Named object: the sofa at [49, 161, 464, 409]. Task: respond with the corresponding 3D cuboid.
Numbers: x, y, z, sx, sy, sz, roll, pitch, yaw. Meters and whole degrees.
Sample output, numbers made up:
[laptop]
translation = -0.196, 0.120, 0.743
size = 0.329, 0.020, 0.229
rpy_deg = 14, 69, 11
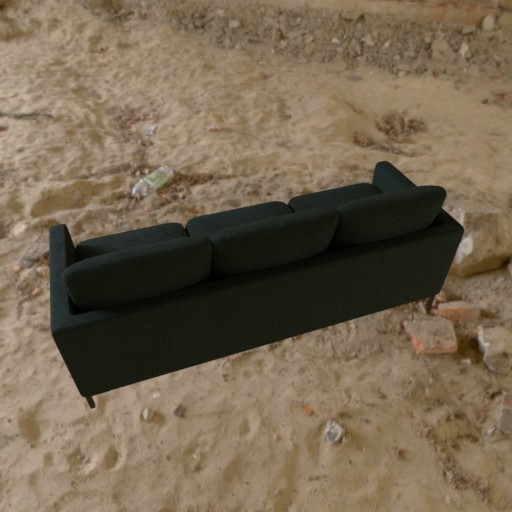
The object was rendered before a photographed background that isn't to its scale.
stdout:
[sofa]
translation = 0.000, 0.000, 2.659
size = 2.218, 0.870, 0.859
rpy_deg = -13, 43, -15
